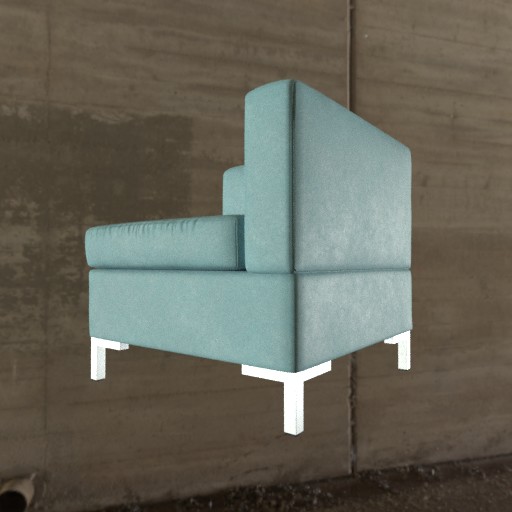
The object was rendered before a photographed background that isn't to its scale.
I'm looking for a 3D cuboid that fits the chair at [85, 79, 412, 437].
[{"bbox_3d":[0.000,0.000,1.231,0.680,0.660,0.680,-1,-1,37],"label":"chair"}]
